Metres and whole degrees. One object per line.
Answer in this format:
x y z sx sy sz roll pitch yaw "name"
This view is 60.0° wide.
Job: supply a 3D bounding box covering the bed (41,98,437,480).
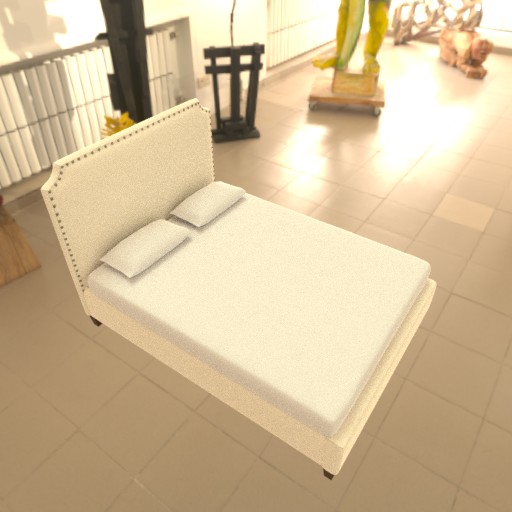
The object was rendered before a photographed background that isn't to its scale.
0.000 0.000 3.347 2.372 1.497 1.712 24 45 26 "bed"
